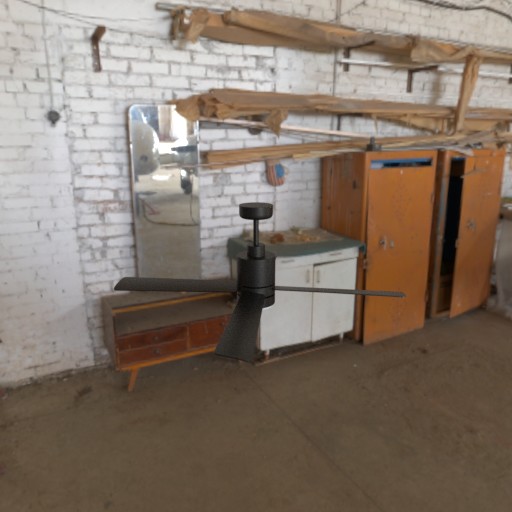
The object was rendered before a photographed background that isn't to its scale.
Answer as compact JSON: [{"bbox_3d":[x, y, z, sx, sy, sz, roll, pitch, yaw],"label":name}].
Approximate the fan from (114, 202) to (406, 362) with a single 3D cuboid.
[{"bbox_3d":[0.000,0.000,2.302,1.525,0.534,1.525,2,16,7],"label":"fan"}]
